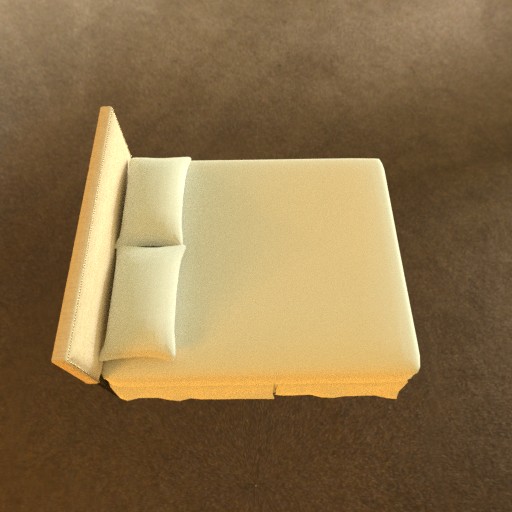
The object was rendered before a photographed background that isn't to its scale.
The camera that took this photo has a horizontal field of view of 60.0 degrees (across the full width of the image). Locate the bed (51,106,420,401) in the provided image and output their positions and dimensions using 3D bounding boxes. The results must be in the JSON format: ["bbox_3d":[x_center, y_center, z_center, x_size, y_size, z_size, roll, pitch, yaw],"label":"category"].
[{"bbox_3d":[0.000,0.000,2.811,1.876,1.016,1.616,-1,63,0],"label":"bed"}]
